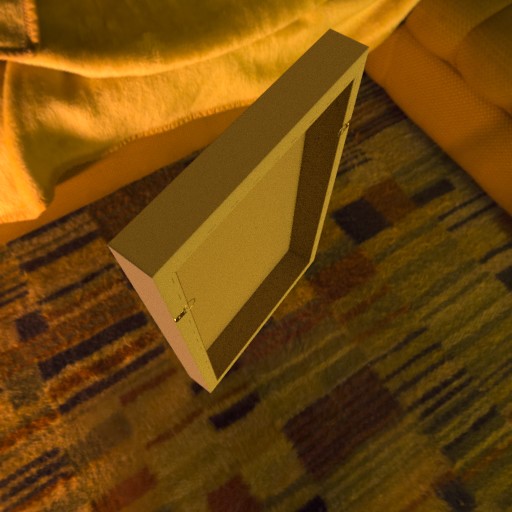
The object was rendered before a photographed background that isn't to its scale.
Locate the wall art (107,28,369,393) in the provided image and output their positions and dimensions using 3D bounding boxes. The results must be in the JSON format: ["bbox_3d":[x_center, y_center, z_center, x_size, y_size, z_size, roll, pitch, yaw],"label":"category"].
[{"bbox_3d":[0.000,0.000,0.482,0.039,0.381,0.252,34,68,16],"label":"wall art"}]
